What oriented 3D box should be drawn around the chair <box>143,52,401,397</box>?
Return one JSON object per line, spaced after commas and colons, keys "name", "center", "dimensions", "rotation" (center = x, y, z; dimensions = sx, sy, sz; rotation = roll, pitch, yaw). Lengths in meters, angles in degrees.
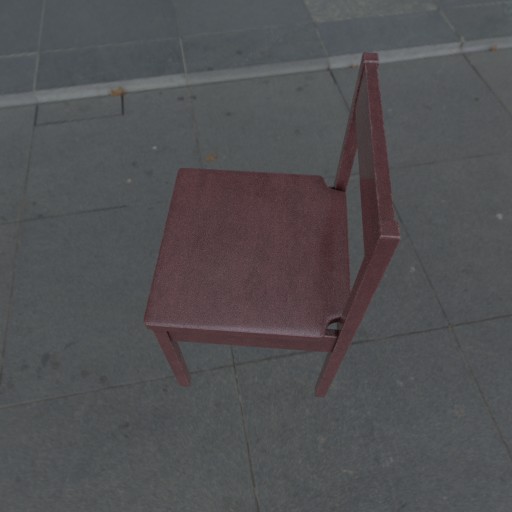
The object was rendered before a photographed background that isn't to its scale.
{"name": "chair", "center": [0.000, 0.000, 0.884], "dimensions": [0.361, 0.668, 0.367], "rotation": [4, 57, 2]}
